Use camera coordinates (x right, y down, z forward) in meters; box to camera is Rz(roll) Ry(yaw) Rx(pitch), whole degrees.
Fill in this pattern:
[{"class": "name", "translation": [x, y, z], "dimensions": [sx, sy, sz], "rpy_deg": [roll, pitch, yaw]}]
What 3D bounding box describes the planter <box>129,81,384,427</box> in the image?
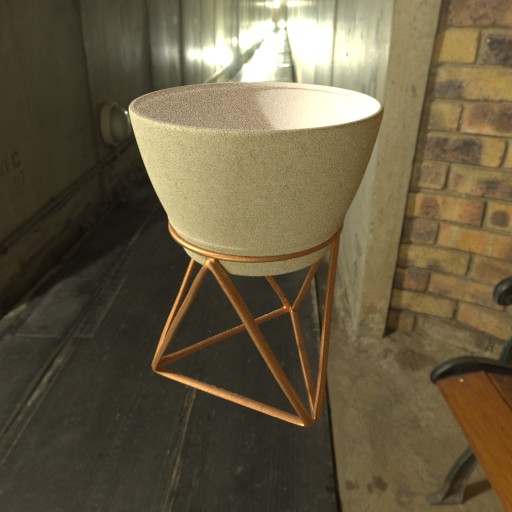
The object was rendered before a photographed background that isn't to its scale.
[{"class": "planter", "translation": [0.000, 0.000, 0.748], "dimensions": [0.350, 0.504, 0.350], "rpy_deg": [-19, 35, -29]}]
